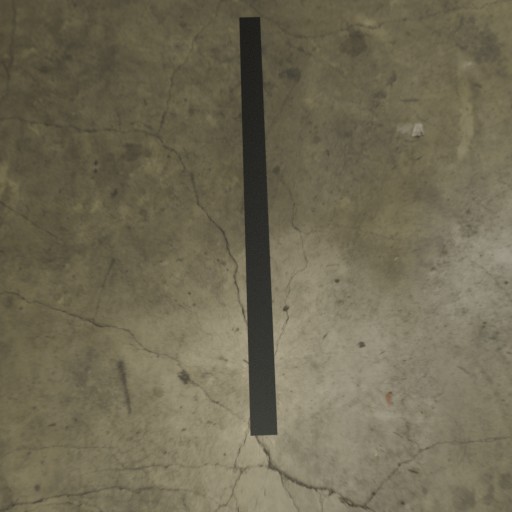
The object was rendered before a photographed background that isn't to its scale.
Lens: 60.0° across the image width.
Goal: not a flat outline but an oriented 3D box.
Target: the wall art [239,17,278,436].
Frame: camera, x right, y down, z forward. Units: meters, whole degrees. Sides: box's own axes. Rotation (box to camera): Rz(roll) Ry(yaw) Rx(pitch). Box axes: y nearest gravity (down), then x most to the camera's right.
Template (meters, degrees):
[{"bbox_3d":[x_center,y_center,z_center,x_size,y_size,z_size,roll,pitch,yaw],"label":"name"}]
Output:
[{"bbox_3d":[0.000,0.000,1.143,0.042,0.766,0.769,-2,75,0],"label":"wall art"}]
